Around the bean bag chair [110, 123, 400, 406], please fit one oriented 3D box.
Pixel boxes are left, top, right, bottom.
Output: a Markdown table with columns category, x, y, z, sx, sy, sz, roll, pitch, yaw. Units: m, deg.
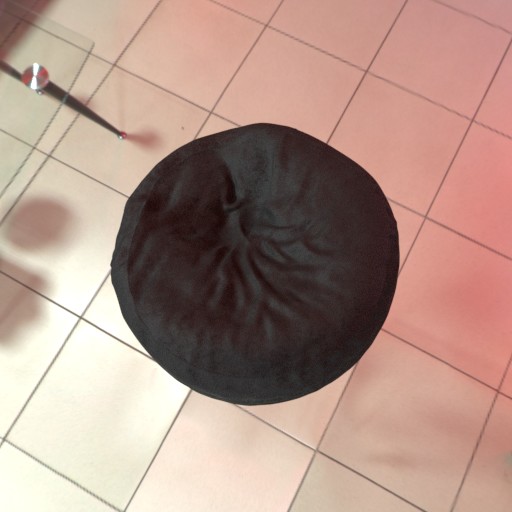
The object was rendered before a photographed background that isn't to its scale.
| category | x | y | z | sx | sy | sz | roll | pitch | yaw |
| --- | --- | --- | --- | --- | --- | --- | --- | --- | --- |
| bean bag chair | 0.000 | 0.000 | 2.398 | 1.525 | 0.751 | 1.525 | 0 | 76 | 0 |
